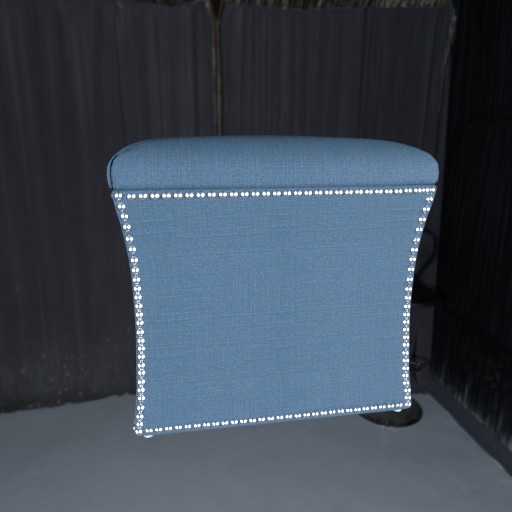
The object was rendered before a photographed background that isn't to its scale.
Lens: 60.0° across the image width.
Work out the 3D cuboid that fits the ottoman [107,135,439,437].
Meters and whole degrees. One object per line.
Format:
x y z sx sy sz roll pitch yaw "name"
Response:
0.000 0.000 0.905 0.507 0.475 0.497 -2 15 -9 "ottoman"
